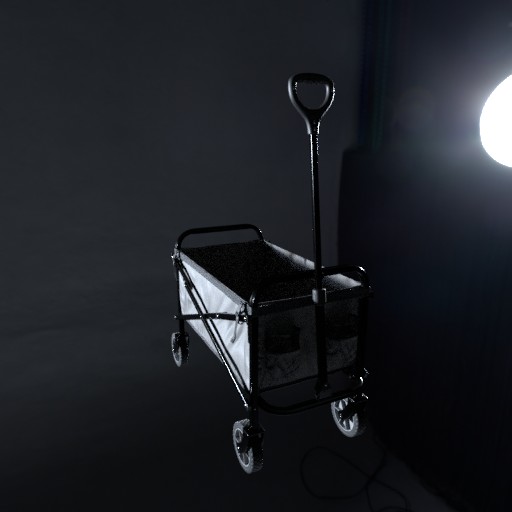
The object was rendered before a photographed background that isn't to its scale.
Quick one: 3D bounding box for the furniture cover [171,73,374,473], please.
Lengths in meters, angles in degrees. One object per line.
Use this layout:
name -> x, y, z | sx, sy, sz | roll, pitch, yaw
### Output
furniture cover -> 0.000, 0.000, 1.796 | 0.532, 1.295, 1.038 | -7, 17, -25
